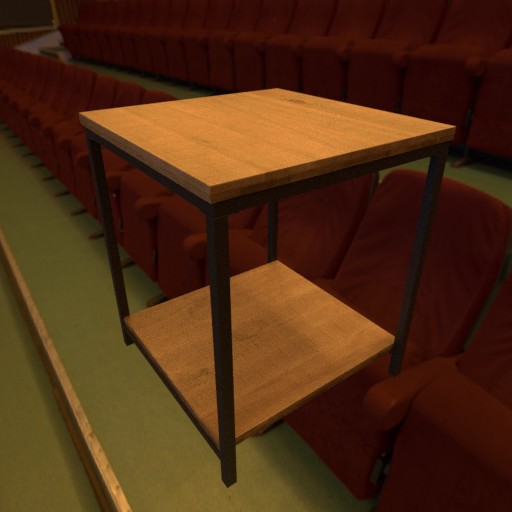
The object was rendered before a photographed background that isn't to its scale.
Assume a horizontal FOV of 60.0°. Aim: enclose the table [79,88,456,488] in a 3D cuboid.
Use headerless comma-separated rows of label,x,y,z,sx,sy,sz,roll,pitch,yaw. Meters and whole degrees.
table,0.000,0.000,0.975,0.503,0.589,0.507,-20,35,-31
